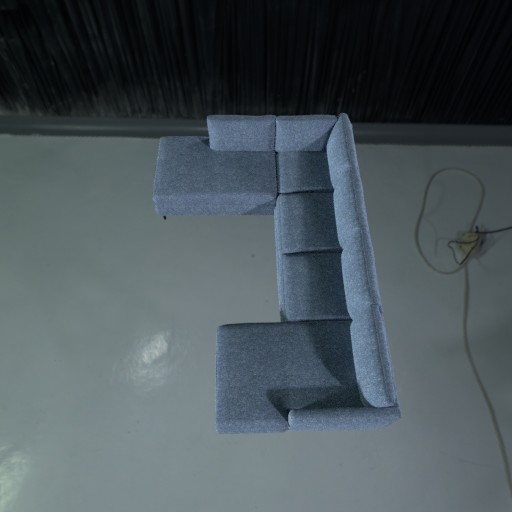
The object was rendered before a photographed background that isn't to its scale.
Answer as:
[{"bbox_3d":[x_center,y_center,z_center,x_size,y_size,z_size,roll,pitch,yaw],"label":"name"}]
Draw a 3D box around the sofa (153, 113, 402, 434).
[{"bbox_3d":[0.000,0.000,3.709,1.879,0.756,2.737,-1,60,0],"label":"sofa"}]
